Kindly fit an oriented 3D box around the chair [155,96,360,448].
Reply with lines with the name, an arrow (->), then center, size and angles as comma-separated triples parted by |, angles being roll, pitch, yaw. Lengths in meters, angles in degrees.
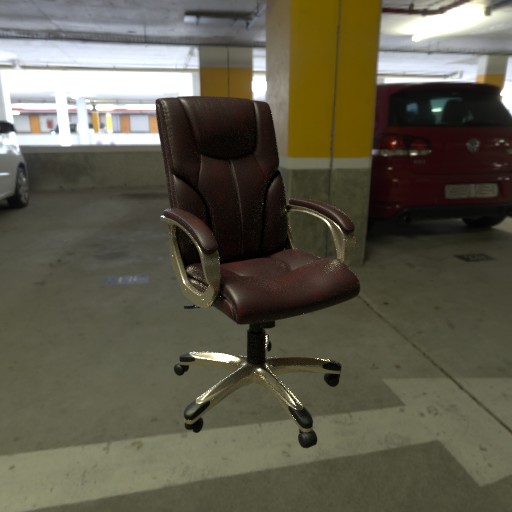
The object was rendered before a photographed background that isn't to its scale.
chair -> 0.000, 0.000, 1.577 | 0.662, 1.107, 0.739 | -9, 18, -28
